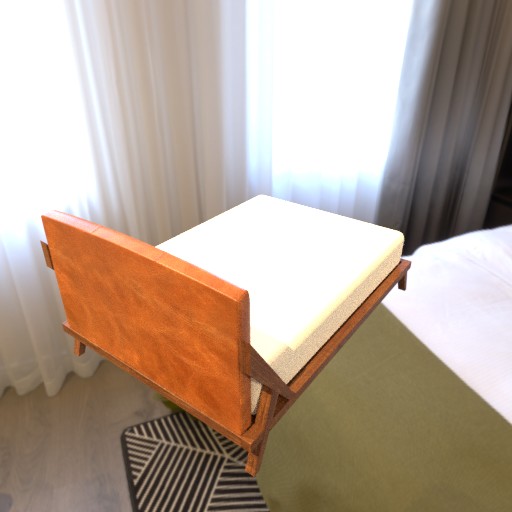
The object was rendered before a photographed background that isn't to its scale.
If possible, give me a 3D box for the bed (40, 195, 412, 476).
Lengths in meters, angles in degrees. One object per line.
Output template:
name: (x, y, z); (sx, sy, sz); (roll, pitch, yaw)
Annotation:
bed: (0.000, 0.000, 3.323); (1.651, 1.168, 2.311); (20, 35, 31)
